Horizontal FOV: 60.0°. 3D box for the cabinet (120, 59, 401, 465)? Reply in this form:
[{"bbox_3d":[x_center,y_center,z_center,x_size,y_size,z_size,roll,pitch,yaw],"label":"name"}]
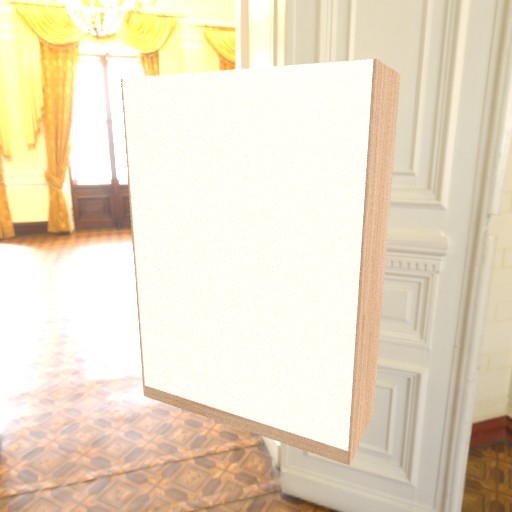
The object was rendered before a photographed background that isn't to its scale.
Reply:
[{"bbox_3d":[0.000,0.000,2.803,1.500,2.120,0.590,8,17,26],"label":"cabinet"}]
